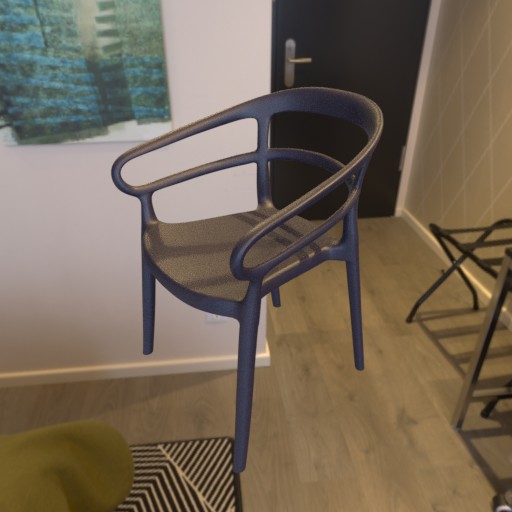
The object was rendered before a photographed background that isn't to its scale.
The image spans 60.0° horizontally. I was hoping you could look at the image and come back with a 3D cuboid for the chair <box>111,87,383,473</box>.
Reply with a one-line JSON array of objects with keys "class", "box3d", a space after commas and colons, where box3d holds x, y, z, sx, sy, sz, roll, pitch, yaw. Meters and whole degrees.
[{"class": "chair", "box3d": [0.000, 0.000, 1.142, 0.527, 0.761, 0.559, -20, 36, -31]}]
